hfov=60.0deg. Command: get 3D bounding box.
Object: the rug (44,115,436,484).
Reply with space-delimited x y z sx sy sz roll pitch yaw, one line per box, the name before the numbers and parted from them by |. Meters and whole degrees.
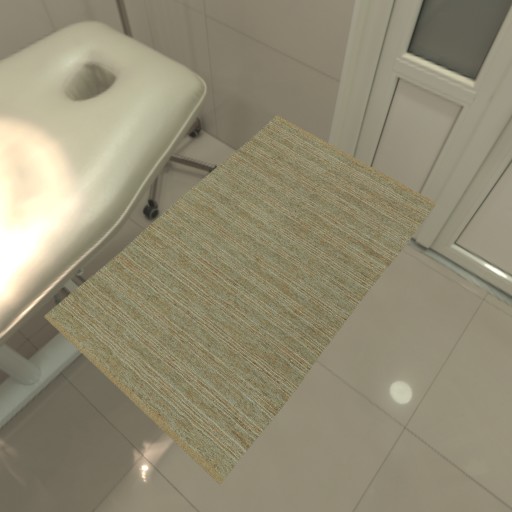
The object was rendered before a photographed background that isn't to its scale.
rug | 0.000 0.000 3.100 1.540 0.012 2.448 35 65 19
